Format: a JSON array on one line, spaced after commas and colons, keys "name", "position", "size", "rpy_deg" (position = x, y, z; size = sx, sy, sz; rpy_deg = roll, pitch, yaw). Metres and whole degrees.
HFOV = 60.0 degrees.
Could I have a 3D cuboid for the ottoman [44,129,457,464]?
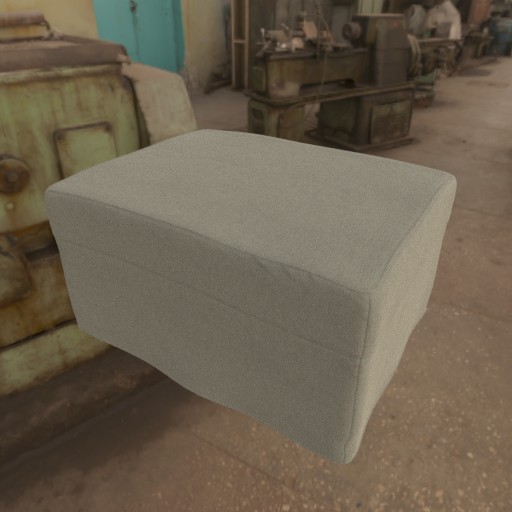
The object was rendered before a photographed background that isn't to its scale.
[{"name": "ottoman", "position": [0.000, 0.000, 1.194], "size": [0.833, 0.461, 0.648], "rpy_deg": [18, 35, 27]}]
